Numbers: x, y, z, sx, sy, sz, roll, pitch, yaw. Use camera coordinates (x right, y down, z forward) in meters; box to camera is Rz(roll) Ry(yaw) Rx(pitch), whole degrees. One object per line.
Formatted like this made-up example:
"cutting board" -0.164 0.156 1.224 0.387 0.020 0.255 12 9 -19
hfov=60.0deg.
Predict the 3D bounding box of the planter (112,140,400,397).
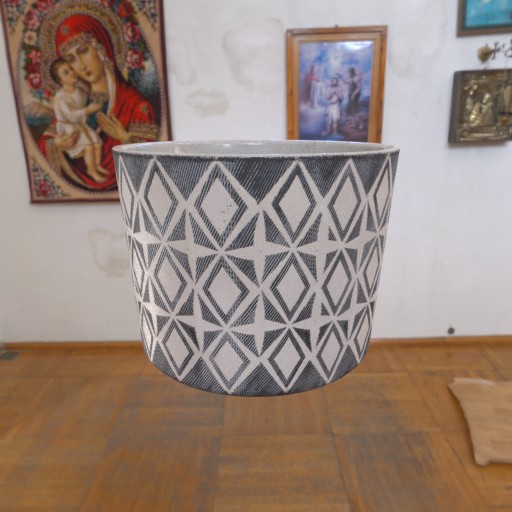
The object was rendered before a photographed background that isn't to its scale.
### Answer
"planter" 0.000 0.000 0.451 0.260 0.220 0.260 0 17 0
